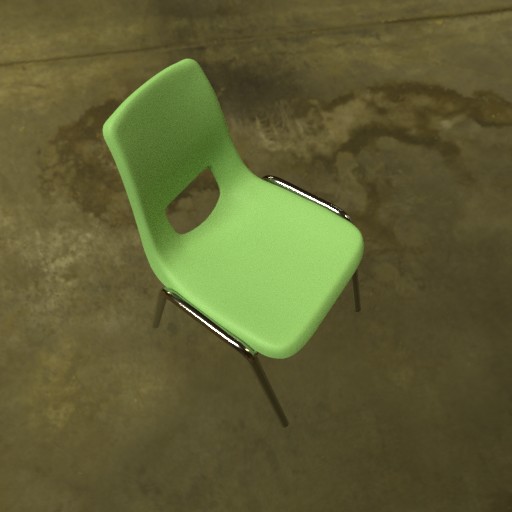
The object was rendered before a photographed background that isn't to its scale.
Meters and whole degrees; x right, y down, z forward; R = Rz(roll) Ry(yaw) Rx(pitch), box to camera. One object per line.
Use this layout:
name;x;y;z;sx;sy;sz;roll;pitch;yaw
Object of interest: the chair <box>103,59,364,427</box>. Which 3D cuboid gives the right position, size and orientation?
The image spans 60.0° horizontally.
chair;0.000;0.000;0.911;0.436;0.653;0.381;31;64;17
